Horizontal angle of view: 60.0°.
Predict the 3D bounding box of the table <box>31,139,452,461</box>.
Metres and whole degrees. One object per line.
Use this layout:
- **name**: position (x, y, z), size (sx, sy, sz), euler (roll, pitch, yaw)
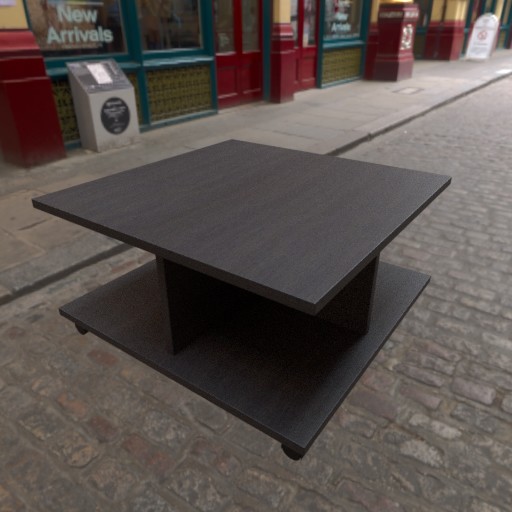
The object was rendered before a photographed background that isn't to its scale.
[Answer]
- **table**: position (0.000, 0.000, 1.215), size (0.762, 0.396, 0.762), euler (18, 33, 31)
